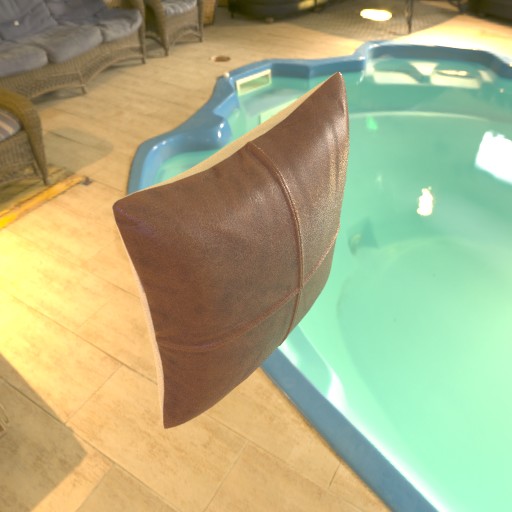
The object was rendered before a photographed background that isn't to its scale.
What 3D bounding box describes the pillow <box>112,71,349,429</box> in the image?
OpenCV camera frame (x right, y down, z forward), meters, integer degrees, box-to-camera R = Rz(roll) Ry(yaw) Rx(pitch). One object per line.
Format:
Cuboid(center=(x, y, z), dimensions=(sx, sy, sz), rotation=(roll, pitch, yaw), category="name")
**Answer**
Cuboid(center=(0.000, 0.000, 0.736), dimensions=(0.192, 0.470, 0.484), rotation=(27, 49, 27), category="pillow")
